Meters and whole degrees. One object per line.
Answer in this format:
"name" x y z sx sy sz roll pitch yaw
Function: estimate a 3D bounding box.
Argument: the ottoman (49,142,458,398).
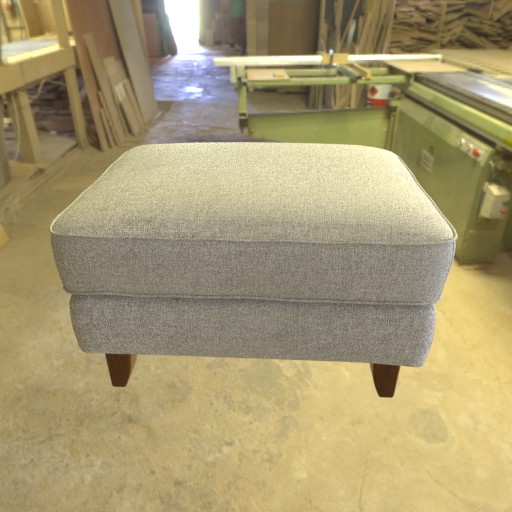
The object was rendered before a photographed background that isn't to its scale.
"ottoman" 0.000 0.000 1.292 0.889 0.561 0.661 1 30 3
